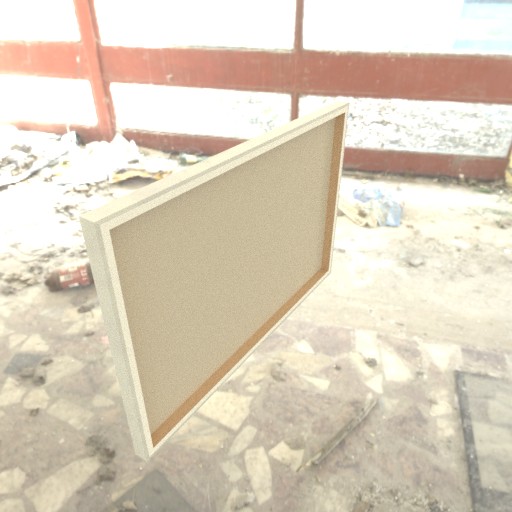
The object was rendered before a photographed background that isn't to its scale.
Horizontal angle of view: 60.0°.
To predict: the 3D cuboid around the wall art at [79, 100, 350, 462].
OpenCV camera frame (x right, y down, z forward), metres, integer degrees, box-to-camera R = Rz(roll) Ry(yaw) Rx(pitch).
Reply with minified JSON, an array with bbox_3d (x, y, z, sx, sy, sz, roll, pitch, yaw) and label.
[{"bbox_3d":[0.000,0.000,1.161,0.038,0.610,0.915,20,38,29],"label":"wall art"}]
